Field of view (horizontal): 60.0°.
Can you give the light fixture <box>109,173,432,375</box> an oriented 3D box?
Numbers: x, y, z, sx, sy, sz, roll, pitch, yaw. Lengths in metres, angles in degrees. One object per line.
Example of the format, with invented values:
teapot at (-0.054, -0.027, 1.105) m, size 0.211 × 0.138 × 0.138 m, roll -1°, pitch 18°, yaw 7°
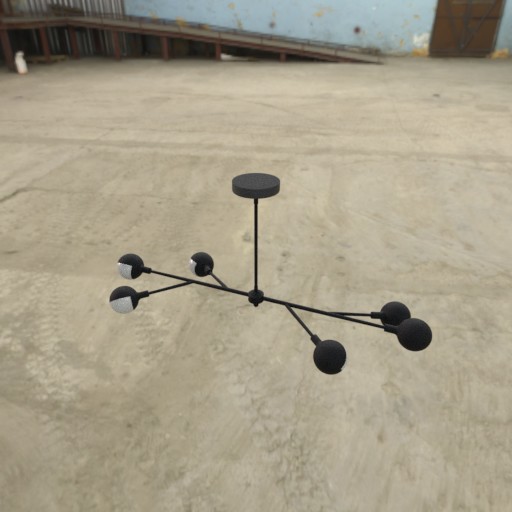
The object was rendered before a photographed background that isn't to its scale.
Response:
light fixture at (0.000, 0.000, 1.017) m, size 0.778 × 0.362 × 0.434 m, roll 21°, pitch 36°, yaw 33°
